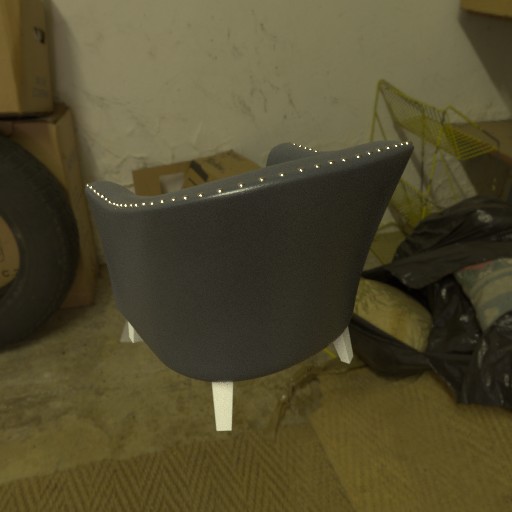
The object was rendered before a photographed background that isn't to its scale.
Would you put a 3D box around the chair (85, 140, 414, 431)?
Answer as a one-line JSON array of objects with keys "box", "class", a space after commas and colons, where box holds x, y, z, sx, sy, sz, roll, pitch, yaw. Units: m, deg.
[{"box": [0.000, 0.000, 1.388, 0.794, 0.823, 0.748, -19, 35, -30], "class": "chair"}]
